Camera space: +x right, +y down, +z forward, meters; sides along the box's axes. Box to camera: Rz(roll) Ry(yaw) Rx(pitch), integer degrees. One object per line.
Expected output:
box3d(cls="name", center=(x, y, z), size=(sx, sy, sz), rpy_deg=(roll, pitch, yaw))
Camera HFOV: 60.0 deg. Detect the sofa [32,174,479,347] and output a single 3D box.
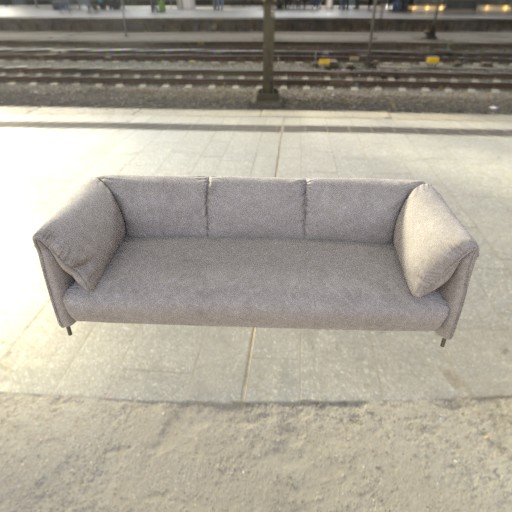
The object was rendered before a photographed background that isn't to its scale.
box3d(cls="sofa", center=(0.000, 0.000, 2.690), size=(2.238, 0.758, 0.899), rpy_deg=(1, 31, 2))
